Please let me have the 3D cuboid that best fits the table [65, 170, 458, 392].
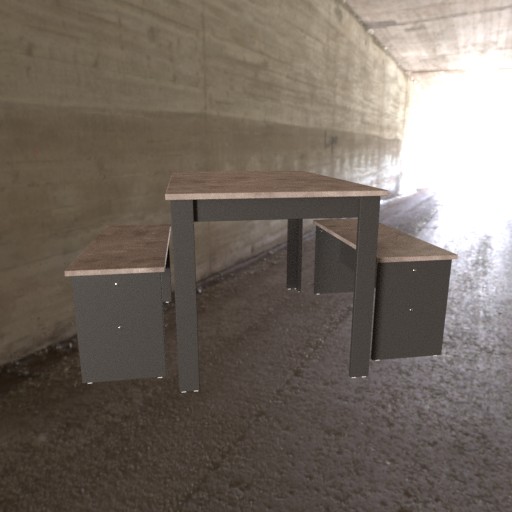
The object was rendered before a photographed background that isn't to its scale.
[{"bbox_3d":[0.000,0.000,2.035,1.443,0.700,1.100,-2,14,-9],"label":"table"}]
